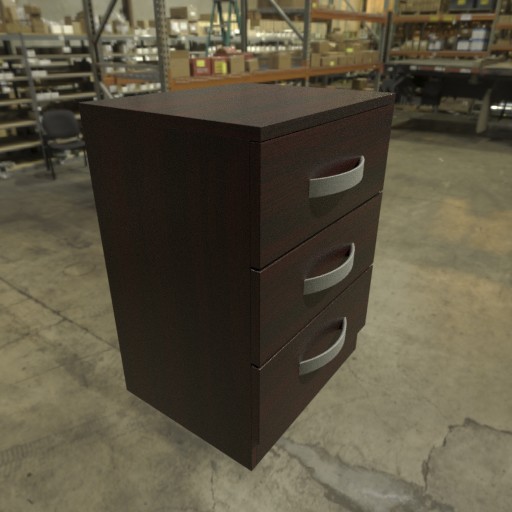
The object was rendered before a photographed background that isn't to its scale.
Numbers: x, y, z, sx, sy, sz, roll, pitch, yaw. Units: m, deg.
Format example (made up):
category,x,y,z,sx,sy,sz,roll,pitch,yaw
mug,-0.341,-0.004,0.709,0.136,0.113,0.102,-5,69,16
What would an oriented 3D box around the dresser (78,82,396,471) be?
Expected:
category,x,y,z,sx,sy,sz,roll,pitch,yaw
dresser,0.000,0.000,0.829,0.360,0.560,0.400,18,32,32
